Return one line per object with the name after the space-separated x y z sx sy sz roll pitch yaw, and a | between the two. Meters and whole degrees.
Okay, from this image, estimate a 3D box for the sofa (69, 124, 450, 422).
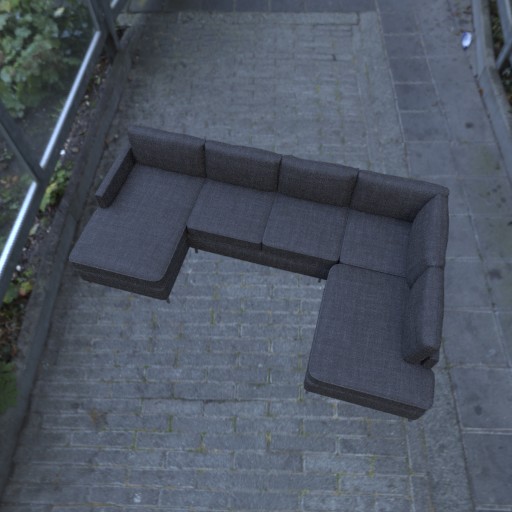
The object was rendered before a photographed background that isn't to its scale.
0.000 0.000 4.229 3.423 0.999 2.048 13 59 8 | sofa
